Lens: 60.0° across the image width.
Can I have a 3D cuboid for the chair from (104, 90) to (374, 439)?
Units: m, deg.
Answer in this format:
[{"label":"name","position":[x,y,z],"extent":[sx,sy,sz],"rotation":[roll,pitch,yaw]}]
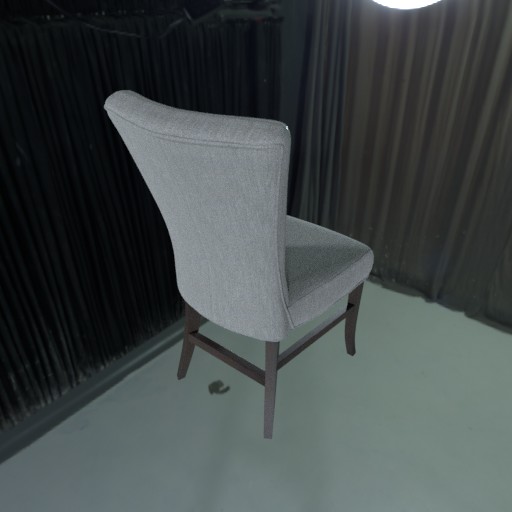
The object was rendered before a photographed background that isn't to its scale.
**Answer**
[{"label":"chair","position":[0.000,0.000,1.358],"extent":[0.520,0.991,0.660],"rotation":[22,38,31]}]
